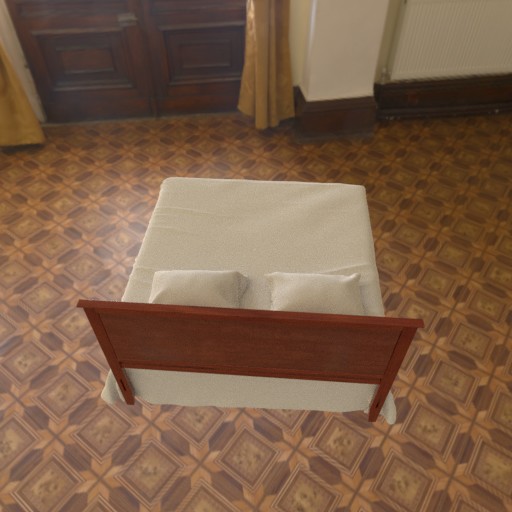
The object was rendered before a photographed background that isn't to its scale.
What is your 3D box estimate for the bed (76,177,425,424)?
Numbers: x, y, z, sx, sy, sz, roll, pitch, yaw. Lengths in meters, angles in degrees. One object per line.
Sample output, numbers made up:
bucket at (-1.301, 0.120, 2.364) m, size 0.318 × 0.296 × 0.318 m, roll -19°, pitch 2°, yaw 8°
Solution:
bed at (0.000, 0.000, 3.752) m, size 2.314 × 1.271 × 2.219 m, roll 3°, pitch 46°, yaw 3°
